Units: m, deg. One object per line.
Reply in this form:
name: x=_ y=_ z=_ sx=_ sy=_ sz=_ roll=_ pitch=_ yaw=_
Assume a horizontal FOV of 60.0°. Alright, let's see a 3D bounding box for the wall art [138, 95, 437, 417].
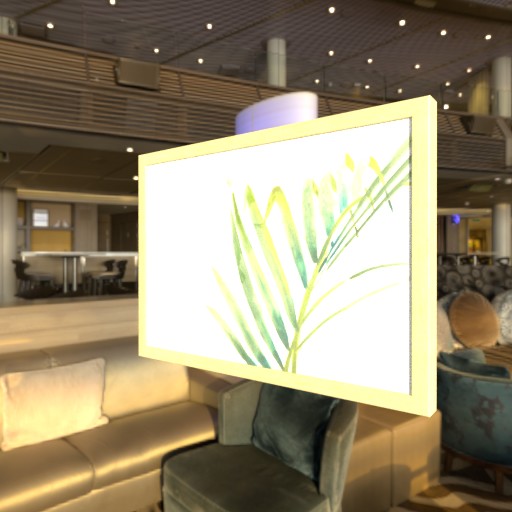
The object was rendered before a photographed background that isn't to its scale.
wall art: x=0.000 y=0.000 z=0.694 sx=0.533 sy=0.381 sz=0.032 roll=0 pitch=0 yaw=37
